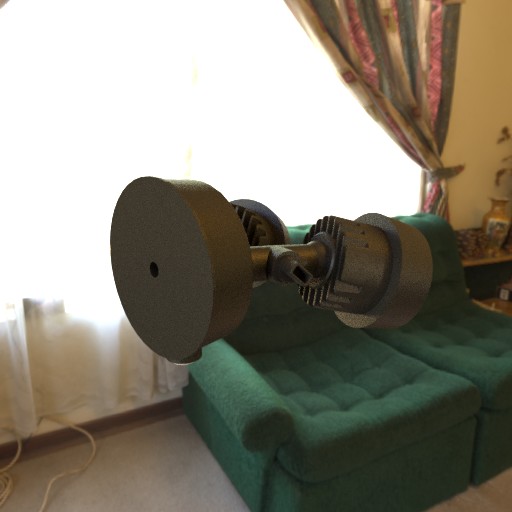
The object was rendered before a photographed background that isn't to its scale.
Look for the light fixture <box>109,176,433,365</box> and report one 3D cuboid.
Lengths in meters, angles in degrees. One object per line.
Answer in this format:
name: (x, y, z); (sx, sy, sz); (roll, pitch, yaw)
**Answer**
light fixture: (0.000, 0.000, 0.318); (0.168, 0.120, 0.213); (-13, 18, -43)
